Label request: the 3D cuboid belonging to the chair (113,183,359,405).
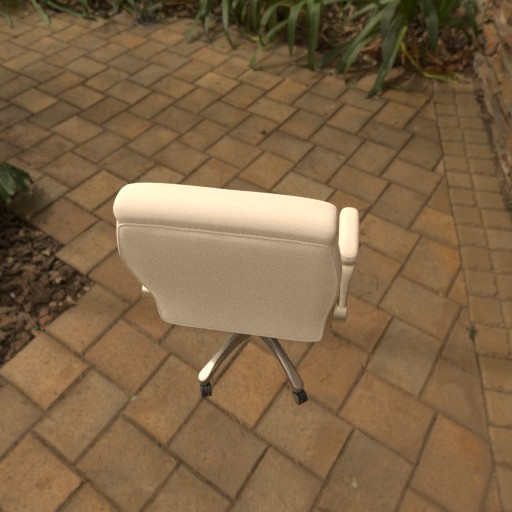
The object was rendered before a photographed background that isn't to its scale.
[{"bbox_3d":[0.000,0.000,1.594,0.740,1.110,0.794,4,48,4],"label":"chair"}]
